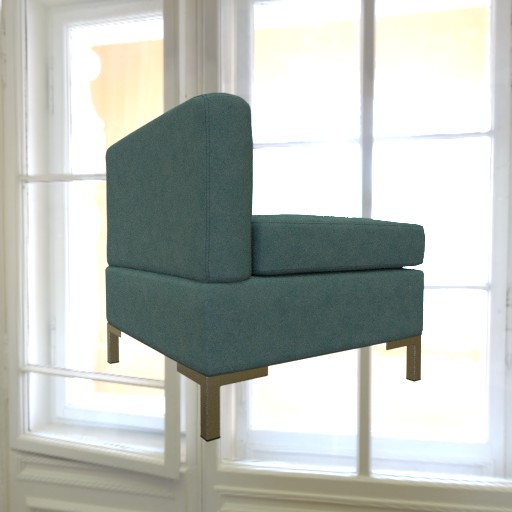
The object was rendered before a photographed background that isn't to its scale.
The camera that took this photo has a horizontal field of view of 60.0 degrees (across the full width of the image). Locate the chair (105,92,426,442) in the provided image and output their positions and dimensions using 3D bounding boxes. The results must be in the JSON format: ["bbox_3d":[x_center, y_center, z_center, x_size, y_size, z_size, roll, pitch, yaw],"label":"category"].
[{"bbox_3d":[0.000,0.000,1.265,0.685,0.660,0.684,-2,3,-34],"label":"chair"}]
